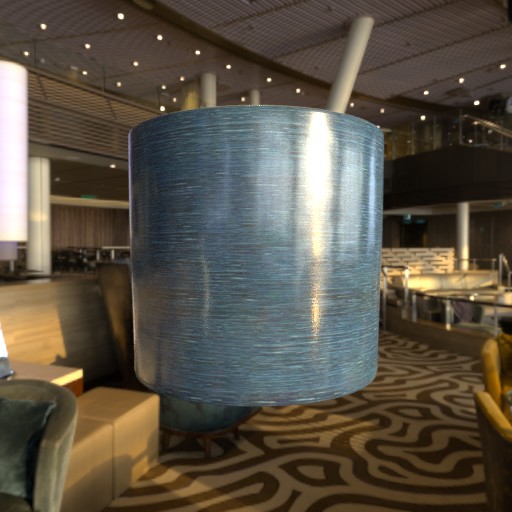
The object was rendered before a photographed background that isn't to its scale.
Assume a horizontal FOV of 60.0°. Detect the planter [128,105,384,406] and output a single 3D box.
[{"bbox_3d":[0.000,0.000,0.401,0.221,0.201,0.221,0,1,0],"label":"planter"}]
